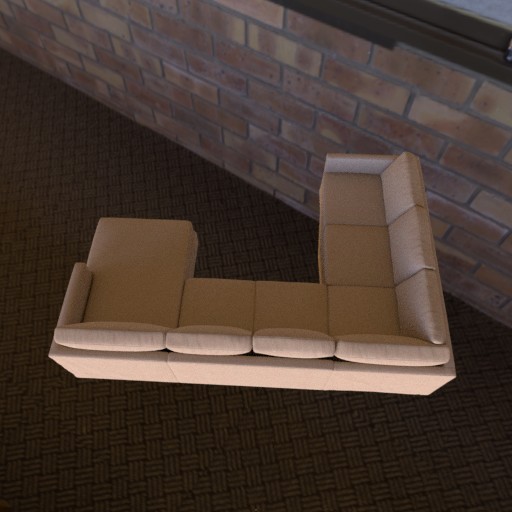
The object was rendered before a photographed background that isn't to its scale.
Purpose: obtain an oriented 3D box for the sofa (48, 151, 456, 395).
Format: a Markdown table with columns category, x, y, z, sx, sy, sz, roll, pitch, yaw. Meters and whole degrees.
| category | x | y | z | sx | sy | sz | roll | pitch | yaw |
| --- | --- | --- | --- | --- | --- | --- | --- | --- | --- |
| sofa | 0.000 | 0.000 | 4.516 | 3.460 | 0.882 | 2.427 | 3 | 60 | 1 |
